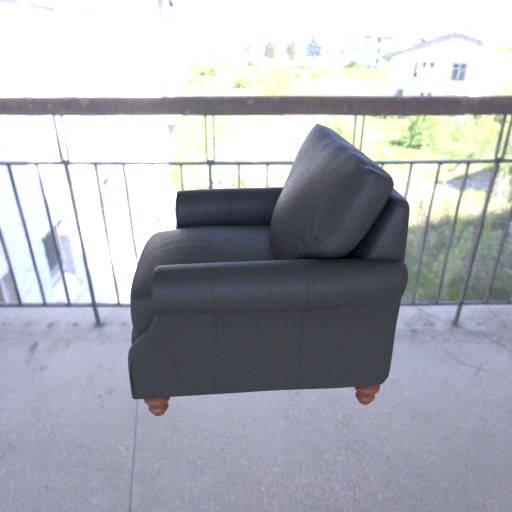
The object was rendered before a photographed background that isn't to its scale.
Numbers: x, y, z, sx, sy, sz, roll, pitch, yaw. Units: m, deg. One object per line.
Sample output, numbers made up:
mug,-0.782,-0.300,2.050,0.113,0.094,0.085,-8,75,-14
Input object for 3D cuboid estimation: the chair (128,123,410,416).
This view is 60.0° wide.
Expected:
chair,0.000,0.000,1.837,1.027,0.960,1.015,0,26,1
